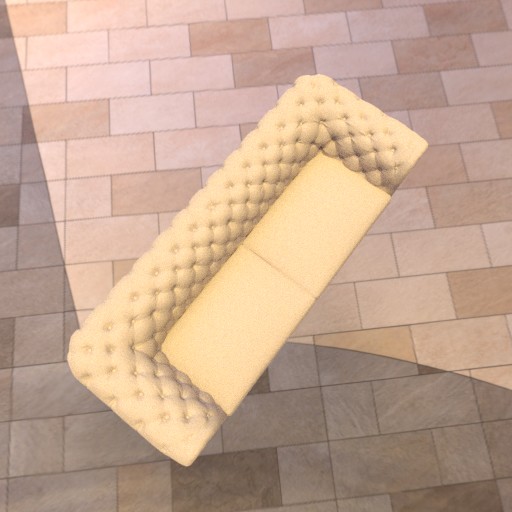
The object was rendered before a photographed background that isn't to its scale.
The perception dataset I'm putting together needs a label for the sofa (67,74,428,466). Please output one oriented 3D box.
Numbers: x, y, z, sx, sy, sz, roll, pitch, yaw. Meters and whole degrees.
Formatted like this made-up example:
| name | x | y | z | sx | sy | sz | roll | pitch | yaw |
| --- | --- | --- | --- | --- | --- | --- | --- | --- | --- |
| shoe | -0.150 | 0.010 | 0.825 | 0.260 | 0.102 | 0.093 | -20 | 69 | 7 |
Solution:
| name | x | y | z | sx | sy | sz | roll | pitch | yaw |
| --- | --- | --- | --- | --- | --- | --- | --- | --- | --- |
| sofa | 0.000 | 0.000 | 3.193 | 1.076 | 0.847 | 2.694 | 37 | 77 | 10 |
